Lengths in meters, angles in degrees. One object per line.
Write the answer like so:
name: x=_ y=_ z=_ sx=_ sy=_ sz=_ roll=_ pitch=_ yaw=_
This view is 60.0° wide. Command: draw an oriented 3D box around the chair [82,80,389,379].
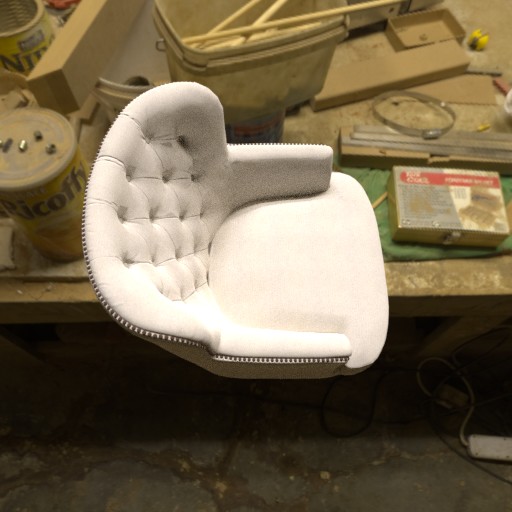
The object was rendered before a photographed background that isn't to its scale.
chair: x=0.000 y=0.000 z=1.546 sx=0.906 sy=0.868 sz=0.848 roll=0 pitch=62 yaw=0
